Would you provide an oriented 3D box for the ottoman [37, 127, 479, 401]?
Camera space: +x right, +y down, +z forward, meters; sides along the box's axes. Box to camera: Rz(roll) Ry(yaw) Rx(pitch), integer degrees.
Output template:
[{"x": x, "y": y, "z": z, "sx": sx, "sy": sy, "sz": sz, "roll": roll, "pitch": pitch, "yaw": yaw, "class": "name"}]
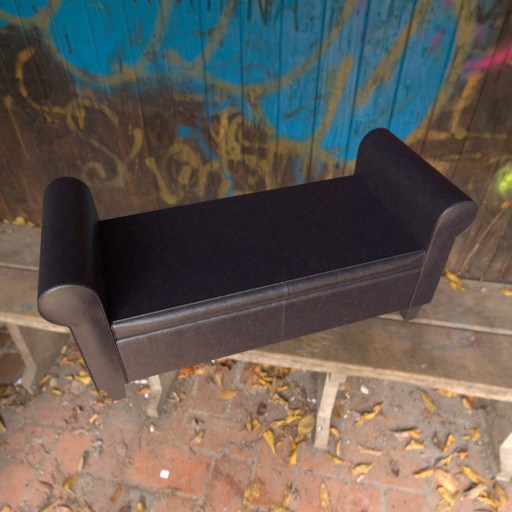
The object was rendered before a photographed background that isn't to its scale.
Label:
[{"x": 0.000, "y": 0.000, "z": 1.516, "sx": 1.256, "sy": 0.547, "sz": 0.521, "roll": -12, "pitch": 43, "yaw": -13, "class": "ottoman"}]
